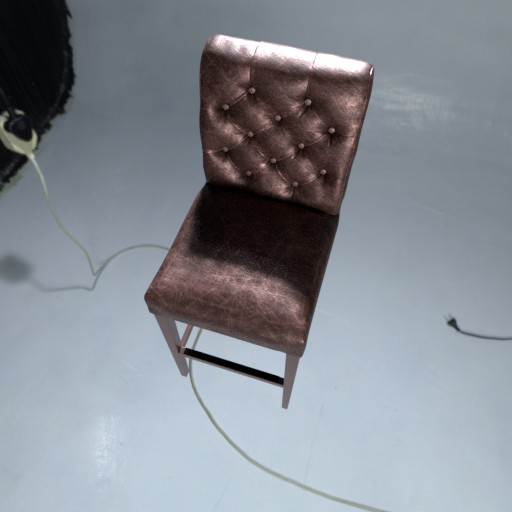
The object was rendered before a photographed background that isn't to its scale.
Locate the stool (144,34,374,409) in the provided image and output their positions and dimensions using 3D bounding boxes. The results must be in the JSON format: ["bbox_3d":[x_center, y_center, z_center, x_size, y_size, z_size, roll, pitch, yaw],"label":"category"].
[{"bbox_3d":[0.000,0.000,1.511,0.483,1.168,0.659,15,59,9],"label":"stool"}]
